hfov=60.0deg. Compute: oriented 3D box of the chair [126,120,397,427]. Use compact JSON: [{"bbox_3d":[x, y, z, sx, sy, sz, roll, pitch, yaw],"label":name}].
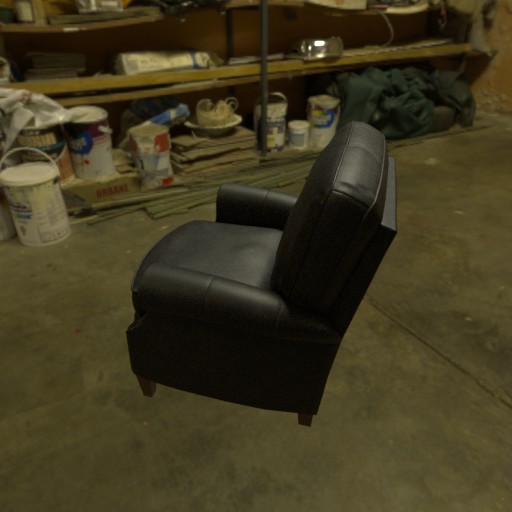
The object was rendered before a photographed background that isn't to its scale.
[{"bbox_3d":[0.000,0.000,1.780,0.986,1.018,0.936,8,31,13],"label":"chair"}]
